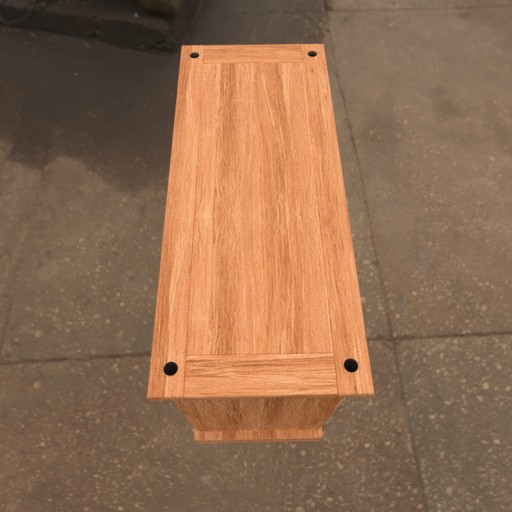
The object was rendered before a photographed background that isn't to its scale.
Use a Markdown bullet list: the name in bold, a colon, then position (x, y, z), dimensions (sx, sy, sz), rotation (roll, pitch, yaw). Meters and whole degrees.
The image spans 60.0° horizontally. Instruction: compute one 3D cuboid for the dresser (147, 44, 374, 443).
- **dresser**: position (0.000, 0.000, 1.358), dimensions (0.410, 0.740, 0.990), rotation (-1, 61, -1)
